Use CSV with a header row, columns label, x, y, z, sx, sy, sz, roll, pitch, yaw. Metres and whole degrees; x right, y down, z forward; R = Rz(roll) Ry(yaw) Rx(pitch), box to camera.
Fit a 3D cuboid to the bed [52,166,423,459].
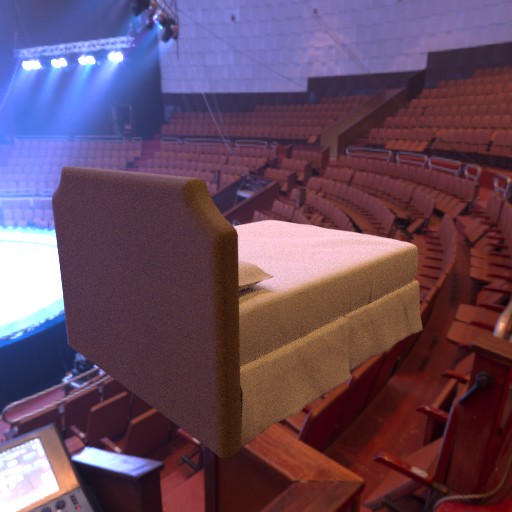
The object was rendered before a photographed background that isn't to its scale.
label,x,y,z,sx,sy,sz,roll,pitch,yaw
bed,0.000,0.000,3.146,1.693,1.290,2.116,14,20,43
